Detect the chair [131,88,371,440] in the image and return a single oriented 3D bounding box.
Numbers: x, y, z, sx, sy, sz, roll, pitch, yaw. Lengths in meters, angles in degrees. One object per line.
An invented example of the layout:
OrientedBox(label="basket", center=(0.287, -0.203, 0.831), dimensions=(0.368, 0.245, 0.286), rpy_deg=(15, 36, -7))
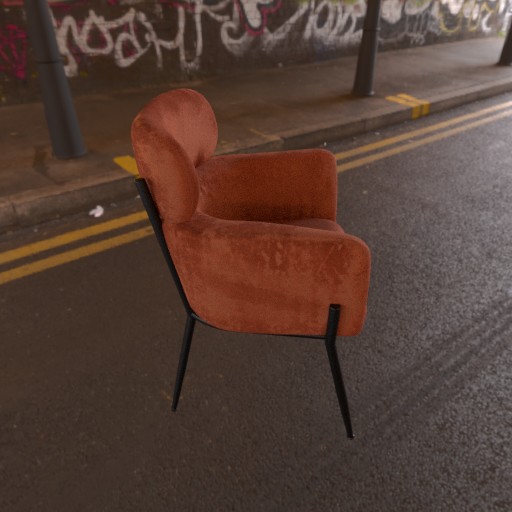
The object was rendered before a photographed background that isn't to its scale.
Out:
OrientedBox(label="chair", center=(0.000, 0.000, 1.156), dimensions=(0.523, 0.772, 0.561), rpy_deg=(1, 32, 1))
